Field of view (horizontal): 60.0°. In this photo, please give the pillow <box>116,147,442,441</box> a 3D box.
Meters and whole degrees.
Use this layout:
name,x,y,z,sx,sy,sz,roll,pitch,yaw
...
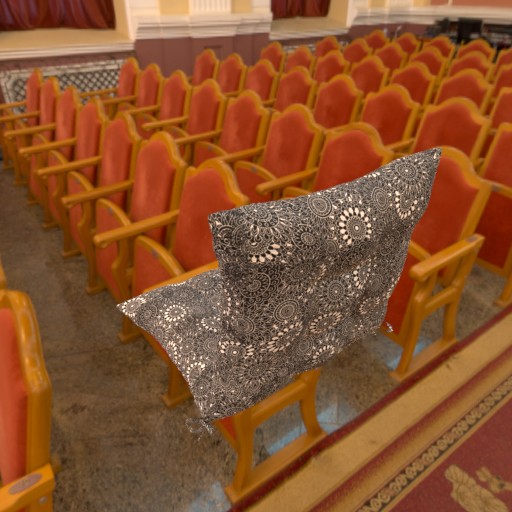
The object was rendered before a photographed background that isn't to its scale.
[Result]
name,x,y,z,sx,sy,sz,roll,pitch,yaw
pillow,0.000,0.000,1.000,0.541,0.536,0.585,-20,36,-30
